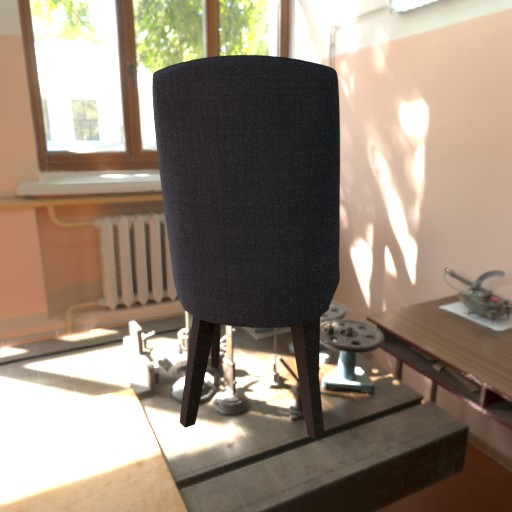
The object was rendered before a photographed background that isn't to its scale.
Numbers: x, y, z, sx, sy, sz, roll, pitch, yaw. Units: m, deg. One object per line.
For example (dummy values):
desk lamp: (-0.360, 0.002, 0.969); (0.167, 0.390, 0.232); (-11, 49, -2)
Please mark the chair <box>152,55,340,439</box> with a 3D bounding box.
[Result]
chair: (0.000, 0.000, 1.365); (0.510, 1.050, 0.577); (2, 15, 8)
